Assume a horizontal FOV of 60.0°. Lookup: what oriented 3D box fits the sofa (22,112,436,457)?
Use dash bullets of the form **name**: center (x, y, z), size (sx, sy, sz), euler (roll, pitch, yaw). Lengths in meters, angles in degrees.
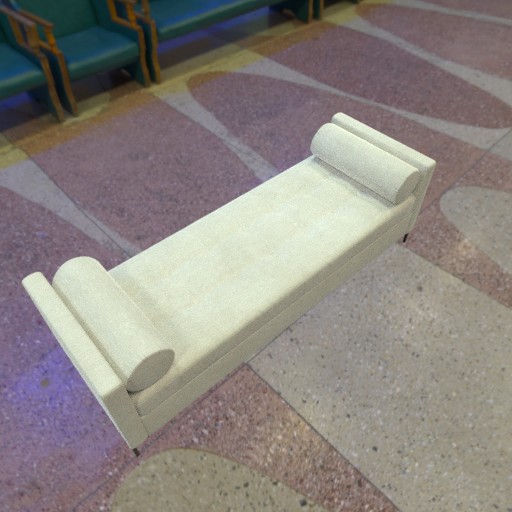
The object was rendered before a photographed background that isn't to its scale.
- **sofa**: center (0.000, 0.000, 2.301), size (1.981, 0.635, 0.686), euler (-33, 56, -26)
